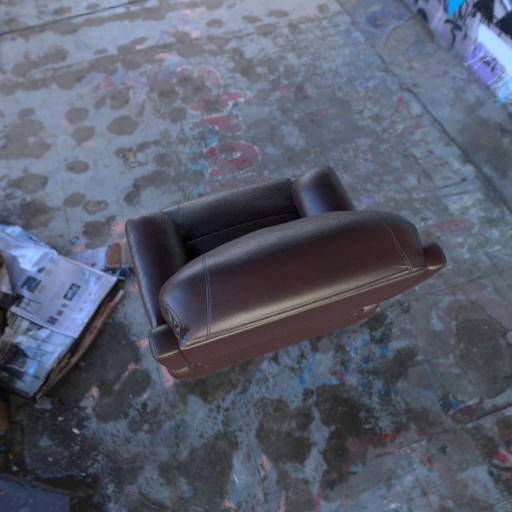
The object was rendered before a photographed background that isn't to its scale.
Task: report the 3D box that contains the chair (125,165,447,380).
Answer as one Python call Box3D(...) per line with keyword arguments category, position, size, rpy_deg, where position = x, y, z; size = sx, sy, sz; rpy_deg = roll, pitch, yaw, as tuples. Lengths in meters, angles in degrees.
Box3D(category="chair", position=(0.000, 0.000, 1.748), size=(0.930, 1.011, 0.899), rpy_deg=(-17, 59, -10))
